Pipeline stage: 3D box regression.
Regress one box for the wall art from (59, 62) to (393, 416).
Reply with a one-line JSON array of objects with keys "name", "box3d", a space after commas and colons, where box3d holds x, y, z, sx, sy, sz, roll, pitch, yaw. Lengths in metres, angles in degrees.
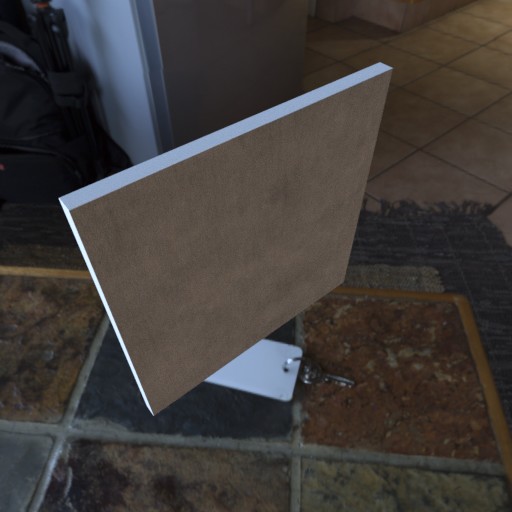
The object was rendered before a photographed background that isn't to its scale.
[{"name": "wall art", "box3d": [0.000, 0.000, 0.671, 0.455, 0.453, 0.023, -31, 55, -25]}]
